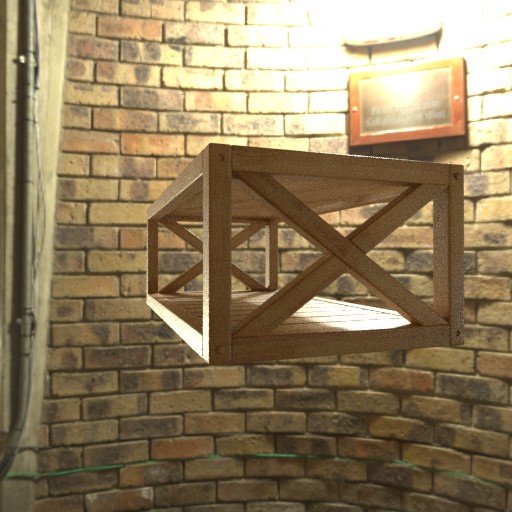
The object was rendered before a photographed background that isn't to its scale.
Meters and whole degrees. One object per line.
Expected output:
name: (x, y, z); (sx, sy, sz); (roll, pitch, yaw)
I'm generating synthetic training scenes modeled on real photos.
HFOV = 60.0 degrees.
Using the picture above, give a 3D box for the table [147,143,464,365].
table: (0.000, 0.000, 1.628); (0.660, 0.457, 1.321); (0, 0, -19)
